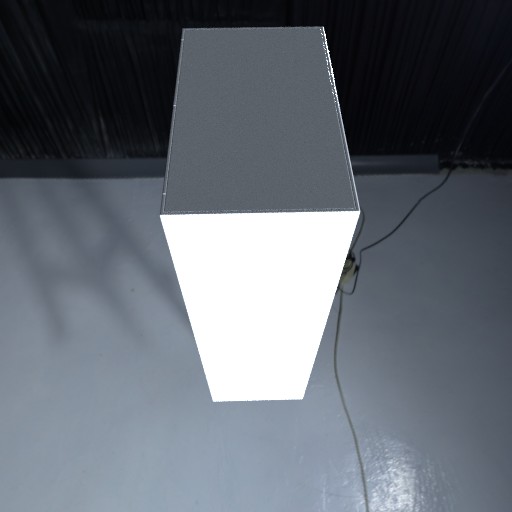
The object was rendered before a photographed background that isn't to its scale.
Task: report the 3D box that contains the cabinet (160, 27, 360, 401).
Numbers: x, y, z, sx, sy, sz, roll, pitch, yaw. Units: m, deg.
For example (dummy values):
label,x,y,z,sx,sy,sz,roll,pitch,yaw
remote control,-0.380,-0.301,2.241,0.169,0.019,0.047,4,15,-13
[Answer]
label,x,y,z,sx,sy,sz,roll,pitch,yaw
cabinet,0.000,0.000,2.352,0.580,1.920,0.980,-1,56,-1
